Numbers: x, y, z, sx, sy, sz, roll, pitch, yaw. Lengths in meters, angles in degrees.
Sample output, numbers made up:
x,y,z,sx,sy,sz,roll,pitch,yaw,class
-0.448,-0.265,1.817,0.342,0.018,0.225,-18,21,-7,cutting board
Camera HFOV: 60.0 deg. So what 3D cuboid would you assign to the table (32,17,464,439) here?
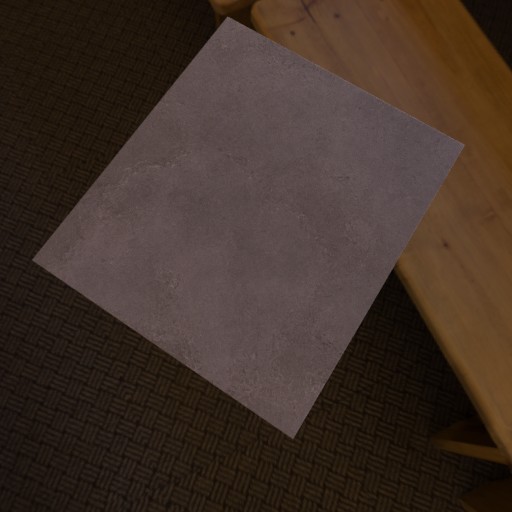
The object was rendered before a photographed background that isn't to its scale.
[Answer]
x,y,z,sx,sy,sz,roll,pitch,yaw,class
0.000,0.000,1.541,0.700,1.020,0.800,32,77,8,table
